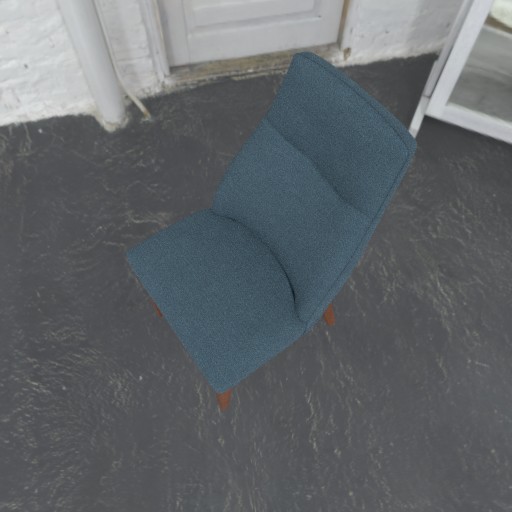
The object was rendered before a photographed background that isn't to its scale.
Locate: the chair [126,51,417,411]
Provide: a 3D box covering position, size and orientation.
[{"bbox_3d":[0.000,0.000,1.296,0.620,0.930,0.500,-33,67,-16],"label":"chair"}]
